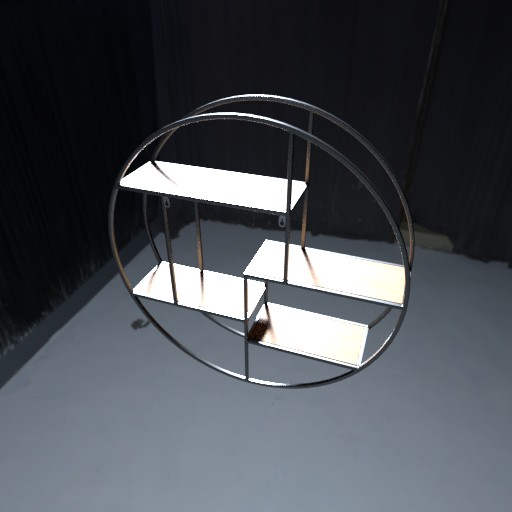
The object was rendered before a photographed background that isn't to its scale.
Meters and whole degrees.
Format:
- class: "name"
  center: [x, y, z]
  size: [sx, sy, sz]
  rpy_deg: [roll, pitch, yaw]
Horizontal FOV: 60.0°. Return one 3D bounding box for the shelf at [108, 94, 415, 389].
- class: "shelf"
  center: [0.000, 0.000, 1.330]
  size: [0.888, 0.888, 0.202]
  rpy_deg: [11, 34, 17]
